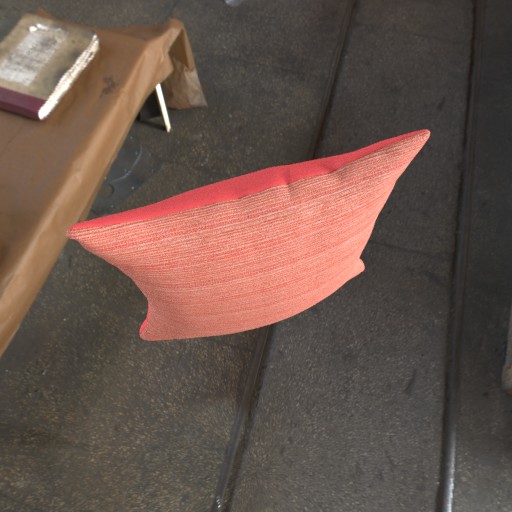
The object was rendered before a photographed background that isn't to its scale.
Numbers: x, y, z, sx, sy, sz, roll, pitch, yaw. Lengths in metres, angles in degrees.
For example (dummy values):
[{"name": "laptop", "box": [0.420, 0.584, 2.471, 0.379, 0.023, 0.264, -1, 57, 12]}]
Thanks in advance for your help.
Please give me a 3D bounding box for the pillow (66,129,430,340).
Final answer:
[{"name": "pillow", "box": [0.000, 0.000, 0.837, 0.559, 0.501, 0.229, -16, 65, -8]}]
